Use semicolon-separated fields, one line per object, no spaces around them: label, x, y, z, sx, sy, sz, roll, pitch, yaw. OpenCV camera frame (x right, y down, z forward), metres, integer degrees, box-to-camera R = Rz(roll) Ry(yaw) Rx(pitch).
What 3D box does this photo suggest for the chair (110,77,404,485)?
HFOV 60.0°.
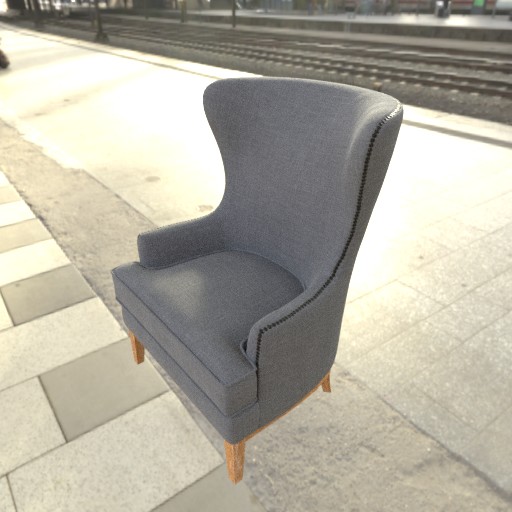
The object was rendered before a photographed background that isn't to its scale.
chair;0.000;0.000;1.714;0.883;1.176;0.864;-22;37;-33
